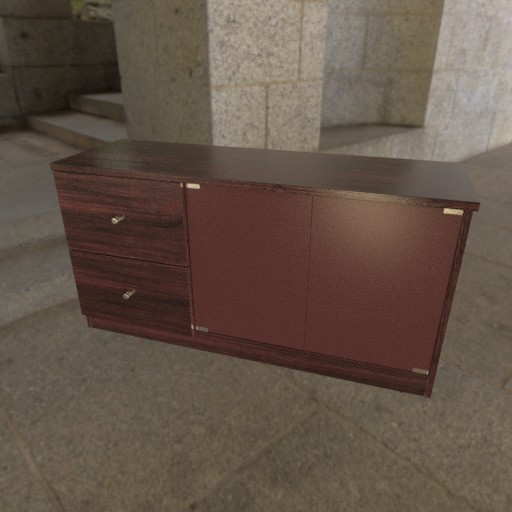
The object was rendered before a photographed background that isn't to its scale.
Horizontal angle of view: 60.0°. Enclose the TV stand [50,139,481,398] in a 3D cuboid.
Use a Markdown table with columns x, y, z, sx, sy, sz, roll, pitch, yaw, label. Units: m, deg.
| x | y | z | sx | sy | sz | roll | pitch | yaw | label |
| --- | --- | --- | --- | --- | --- | --- | --- | --- | --- |
| 0.000 | 0.000 | 1.464 | 1.192 | 0.614 | 0.404 | 8 | 27 | 16 | TV stand |
